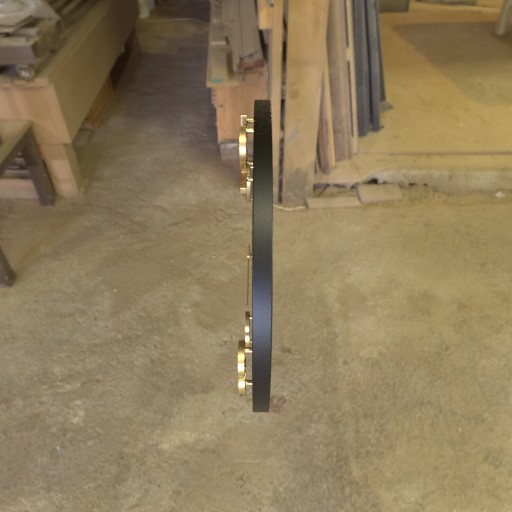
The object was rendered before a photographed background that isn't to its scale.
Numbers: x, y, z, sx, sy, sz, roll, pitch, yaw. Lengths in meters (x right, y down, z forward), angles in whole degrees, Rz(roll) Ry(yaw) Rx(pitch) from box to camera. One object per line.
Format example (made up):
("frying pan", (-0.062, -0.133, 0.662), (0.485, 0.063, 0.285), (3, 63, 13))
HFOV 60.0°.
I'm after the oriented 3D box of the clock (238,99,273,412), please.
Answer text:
("clock", (0.000, 0.000, 0.682), (0.038, 0.454, 0.454), (0, 42, 0))
